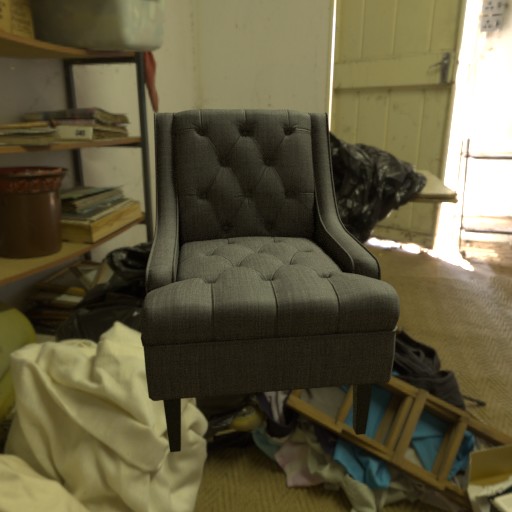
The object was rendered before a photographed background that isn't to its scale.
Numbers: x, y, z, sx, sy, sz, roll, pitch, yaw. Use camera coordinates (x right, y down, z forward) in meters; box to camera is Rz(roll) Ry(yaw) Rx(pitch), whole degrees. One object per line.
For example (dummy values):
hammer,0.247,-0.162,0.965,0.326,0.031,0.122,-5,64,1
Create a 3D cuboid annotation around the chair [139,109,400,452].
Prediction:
chair,0.000,0.000,1.395,0.655,0.891,0.771,-2,17,-7
